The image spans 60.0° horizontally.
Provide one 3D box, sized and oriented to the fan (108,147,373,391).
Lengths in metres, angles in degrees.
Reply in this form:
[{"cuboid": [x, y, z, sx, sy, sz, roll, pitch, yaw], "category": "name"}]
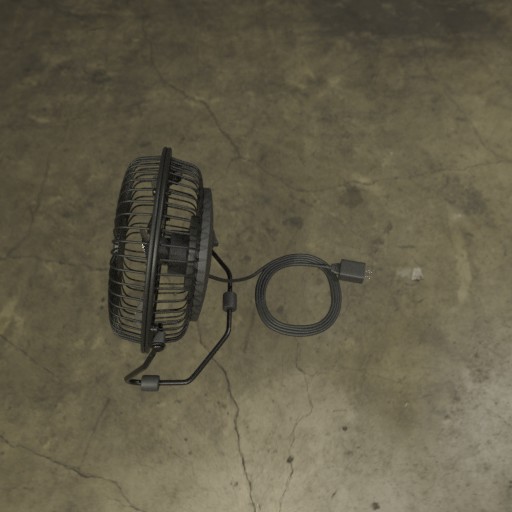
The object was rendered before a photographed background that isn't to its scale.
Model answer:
[{"cuboid": [0.000, 0.000, 0.308, 0.202, 0.152, 0.153, -1, 57, 0], "category": "fan"}]
